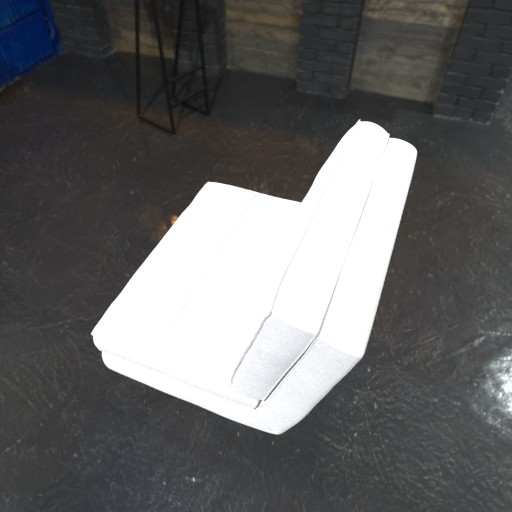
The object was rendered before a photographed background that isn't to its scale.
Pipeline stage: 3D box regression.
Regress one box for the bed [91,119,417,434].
[{"bbox_3d":[0.000,0.000,1.355,0.749,0.614,0.799,16,49,15],"label":"bed"}]
